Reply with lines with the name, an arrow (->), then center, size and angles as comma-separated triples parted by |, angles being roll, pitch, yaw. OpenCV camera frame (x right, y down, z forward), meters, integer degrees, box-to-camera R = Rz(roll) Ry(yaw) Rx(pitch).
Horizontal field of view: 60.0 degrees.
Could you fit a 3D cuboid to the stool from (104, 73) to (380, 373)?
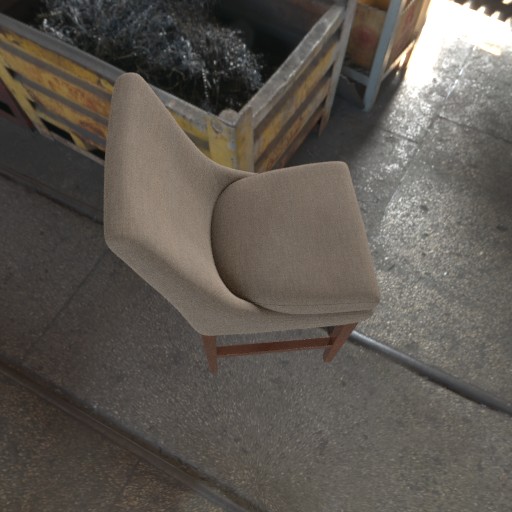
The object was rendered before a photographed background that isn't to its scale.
stool -> 0.000, 0.000, 1.265 | 0.577, 0.981, 0.470 | -5, 63, -3
